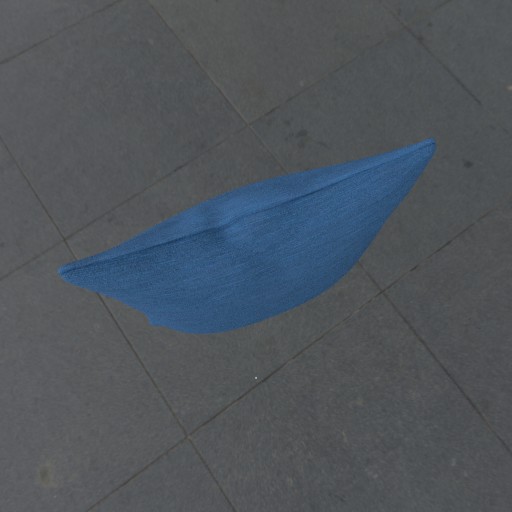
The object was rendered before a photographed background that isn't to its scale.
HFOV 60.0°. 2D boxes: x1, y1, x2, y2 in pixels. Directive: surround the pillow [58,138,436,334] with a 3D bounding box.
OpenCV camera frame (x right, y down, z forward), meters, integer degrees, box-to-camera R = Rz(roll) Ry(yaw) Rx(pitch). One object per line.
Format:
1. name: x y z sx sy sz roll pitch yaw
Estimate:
1. pillow: 0.000 0.000 0.674 0.437 0.420 0.177 -20 76 -5
